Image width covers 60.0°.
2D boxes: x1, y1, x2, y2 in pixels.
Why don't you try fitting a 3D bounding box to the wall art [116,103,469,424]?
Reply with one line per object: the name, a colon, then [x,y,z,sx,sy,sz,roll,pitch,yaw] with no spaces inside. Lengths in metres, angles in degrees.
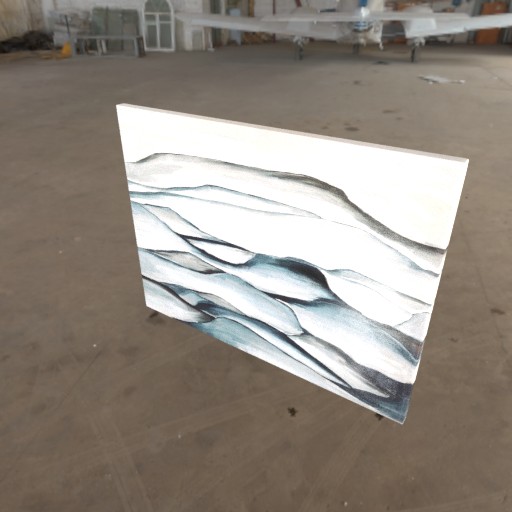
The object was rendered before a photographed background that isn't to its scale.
wall art: [0.000,0.000,1.582,1.219,0.915,0.039,18,35,29]
